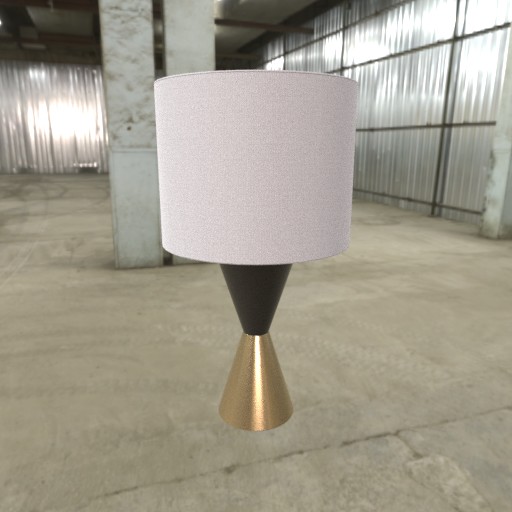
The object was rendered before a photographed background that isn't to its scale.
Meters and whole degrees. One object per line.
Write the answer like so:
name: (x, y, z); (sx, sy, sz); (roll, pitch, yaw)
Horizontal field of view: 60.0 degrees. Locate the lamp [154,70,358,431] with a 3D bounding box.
lamp: (0.000, 0.000, 0.741); (0.304, 0.573, 0.304); (2, 14, 9)
